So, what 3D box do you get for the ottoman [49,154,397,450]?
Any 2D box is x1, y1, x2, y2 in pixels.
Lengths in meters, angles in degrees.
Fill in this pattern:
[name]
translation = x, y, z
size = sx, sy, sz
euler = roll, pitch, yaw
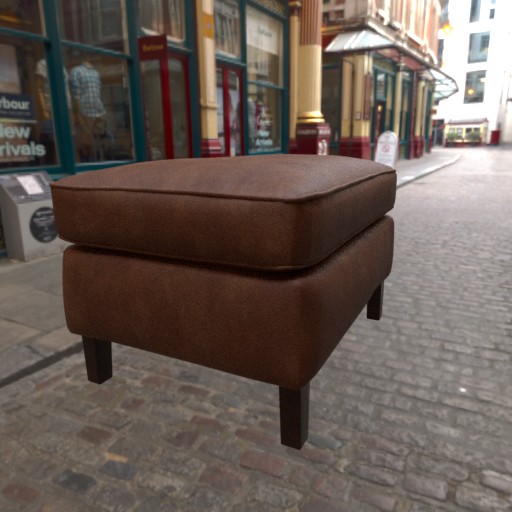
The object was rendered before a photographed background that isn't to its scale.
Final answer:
[ottoman]
translation = 0.000, 0.000, 0.957
size = 0.501, 0.418, 0.665
euler = 7, 16, 26
